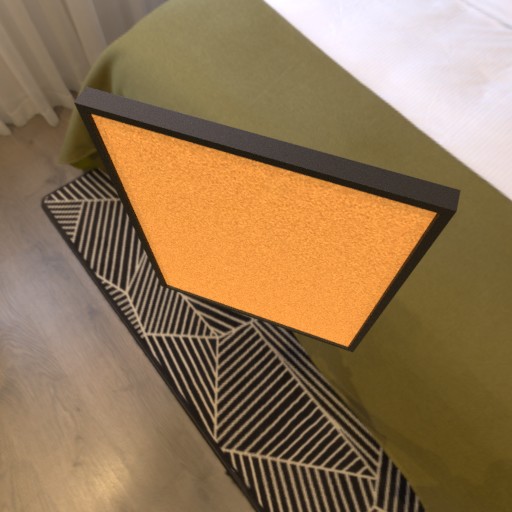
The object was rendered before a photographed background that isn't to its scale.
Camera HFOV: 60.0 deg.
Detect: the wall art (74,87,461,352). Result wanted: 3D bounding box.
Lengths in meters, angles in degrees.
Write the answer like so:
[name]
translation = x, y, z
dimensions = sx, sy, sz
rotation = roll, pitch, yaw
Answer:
[wall art]
translation = 0.000, 0.000, 0.754
dimensions = 0.457, 0.559, 0.029
rotation = 18, 64, 9
